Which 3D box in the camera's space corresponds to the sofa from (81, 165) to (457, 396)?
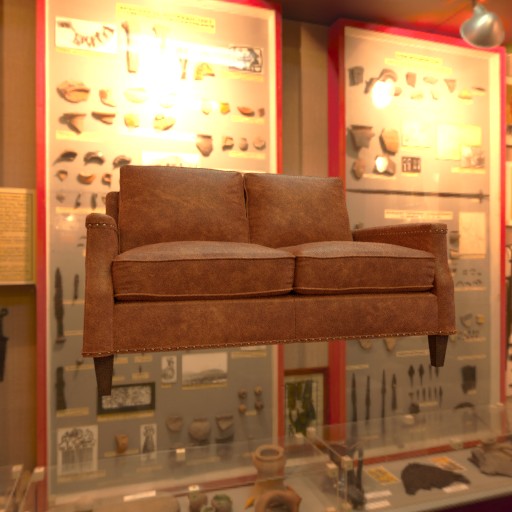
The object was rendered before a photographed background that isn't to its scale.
[{"bbox_3d":[0.000,0.000,2.273,1.597,1.003,1.084,0,0,-17],"label":"sofa"}]
